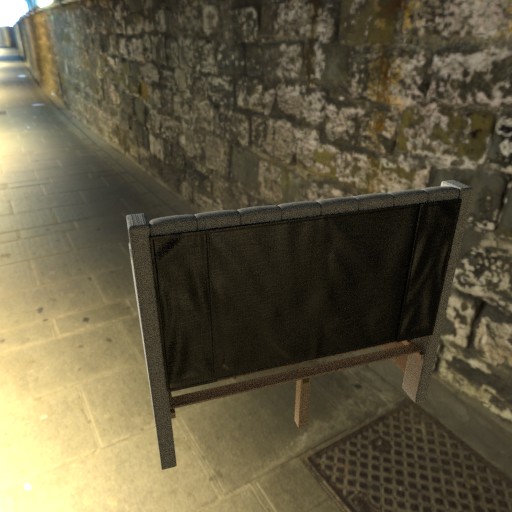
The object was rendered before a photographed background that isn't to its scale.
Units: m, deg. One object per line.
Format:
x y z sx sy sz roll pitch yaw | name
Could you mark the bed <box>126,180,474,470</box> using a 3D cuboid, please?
0.000 0.000 3.793 2.044 1.748 2.372 -8 28 -16 | bed
